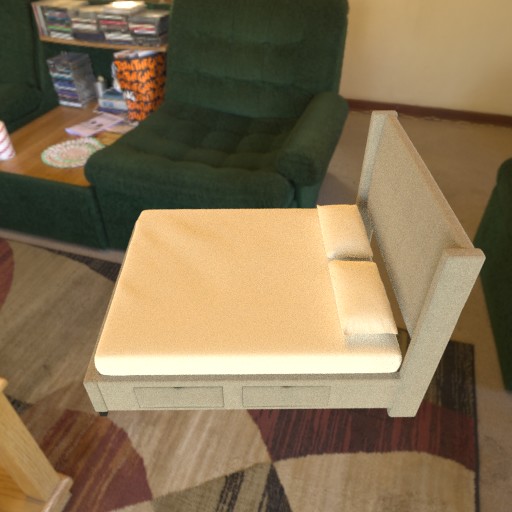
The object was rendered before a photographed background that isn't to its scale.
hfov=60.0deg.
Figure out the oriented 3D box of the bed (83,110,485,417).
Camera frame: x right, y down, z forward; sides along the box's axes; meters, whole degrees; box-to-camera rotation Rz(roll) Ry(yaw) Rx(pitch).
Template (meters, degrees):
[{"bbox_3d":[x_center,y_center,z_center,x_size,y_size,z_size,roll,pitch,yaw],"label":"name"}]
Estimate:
[{"bbox_3d":[0.000,0.000,3.286,2.222,1.491,1.774,0,41,0],"label":"bed"}]
